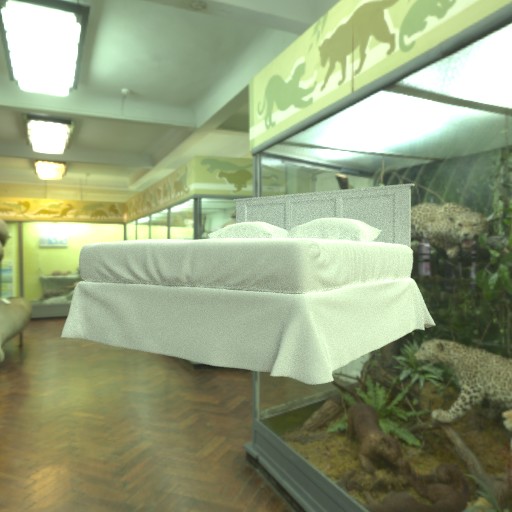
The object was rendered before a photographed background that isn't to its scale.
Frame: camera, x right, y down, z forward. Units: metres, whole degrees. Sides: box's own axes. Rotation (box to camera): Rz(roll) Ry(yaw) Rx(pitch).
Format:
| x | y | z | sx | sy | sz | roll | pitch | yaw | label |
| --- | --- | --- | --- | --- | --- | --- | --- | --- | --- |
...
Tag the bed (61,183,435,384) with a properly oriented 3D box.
| x | y | z | sx | sy | sz | roll | pitch | yaw | label |
| --- | --- | --- | --- | --- | --- | --- | --- | --- | --- |
| 0.000 | 0.000 | 3.628 | 2.317 | 1.273 | 2.215 | 0 | 0 | 35 | bed |
